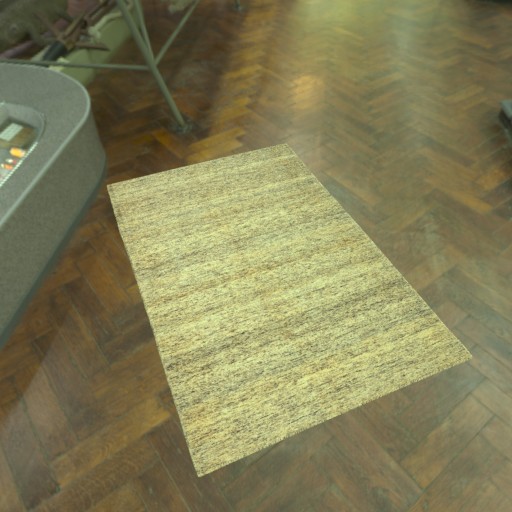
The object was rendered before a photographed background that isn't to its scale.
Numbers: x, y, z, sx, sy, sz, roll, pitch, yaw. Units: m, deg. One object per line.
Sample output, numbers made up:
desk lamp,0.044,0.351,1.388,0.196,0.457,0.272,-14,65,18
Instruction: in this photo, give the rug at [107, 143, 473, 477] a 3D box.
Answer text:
rug,0.000,0.000,2.321,1.243,0.014,1.846,-17,48,-16
